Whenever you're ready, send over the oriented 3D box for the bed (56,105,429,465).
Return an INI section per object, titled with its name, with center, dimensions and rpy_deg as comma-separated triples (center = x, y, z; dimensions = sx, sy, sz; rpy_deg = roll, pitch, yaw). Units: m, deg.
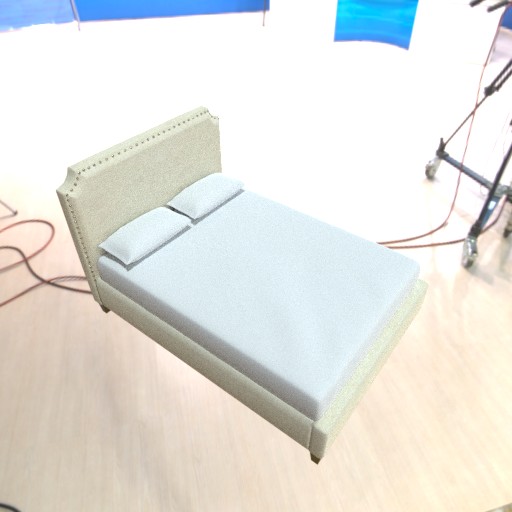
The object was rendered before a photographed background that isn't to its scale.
[bed]
center = 0.000, 0.000, 3.580
dimensions = 2.381, 1.457, 1.713
rpy_deg = 27, 47, 27
